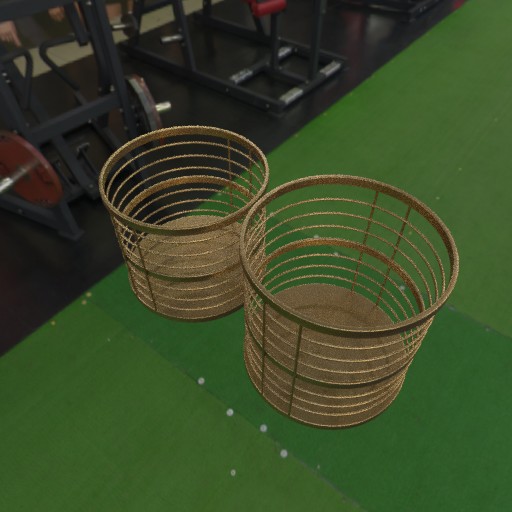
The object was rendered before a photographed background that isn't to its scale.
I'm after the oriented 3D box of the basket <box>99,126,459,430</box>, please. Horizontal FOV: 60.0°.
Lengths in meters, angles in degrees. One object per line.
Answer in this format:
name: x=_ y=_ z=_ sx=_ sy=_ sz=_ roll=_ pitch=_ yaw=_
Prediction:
basket: x=0.000 y=0.000 z=0.945 sx=0.746 sy=0.351 sz=0.356 roll=32 pitch=55 yaw=26
